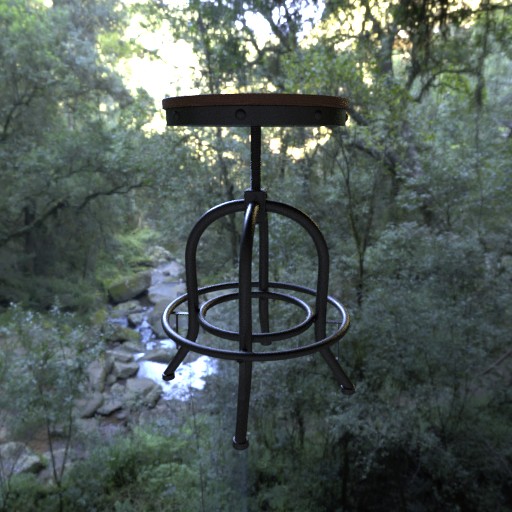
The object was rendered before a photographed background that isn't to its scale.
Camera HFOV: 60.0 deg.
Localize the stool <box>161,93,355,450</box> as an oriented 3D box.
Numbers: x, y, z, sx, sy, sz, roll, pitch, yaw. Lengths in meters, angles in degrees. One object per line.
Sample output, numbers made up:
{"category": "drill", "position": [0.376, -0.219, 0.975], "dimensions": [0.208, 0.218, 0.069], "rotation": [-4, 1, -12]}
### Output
{"category": "stool", "position": [0.000, 0.000, 0.920], "dimensions": [0.439, 0.609, 0.439], "rotation": [2, 16, 8]}
